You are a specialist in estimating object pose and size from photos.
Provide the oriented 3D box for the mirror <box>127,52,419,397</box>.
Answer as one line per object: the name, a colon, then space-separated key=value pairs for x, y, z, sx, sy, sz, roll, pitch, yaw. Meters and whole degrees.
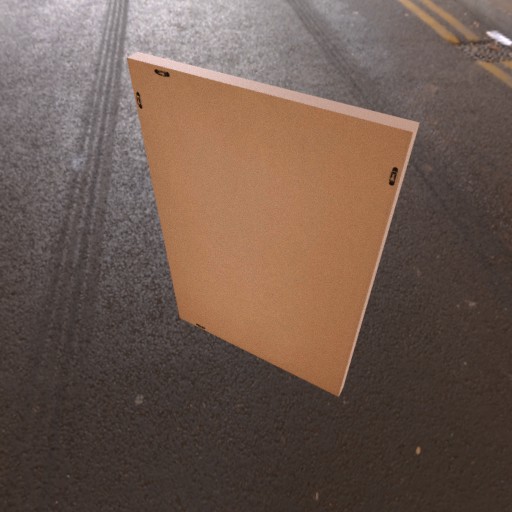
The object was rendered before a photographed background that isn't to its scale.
mirror: x=0.000 y=0.000 z=1.164 sx=0.609 sy=0.915 sz=0.041 roll=22 pitch=50 yaw=20
